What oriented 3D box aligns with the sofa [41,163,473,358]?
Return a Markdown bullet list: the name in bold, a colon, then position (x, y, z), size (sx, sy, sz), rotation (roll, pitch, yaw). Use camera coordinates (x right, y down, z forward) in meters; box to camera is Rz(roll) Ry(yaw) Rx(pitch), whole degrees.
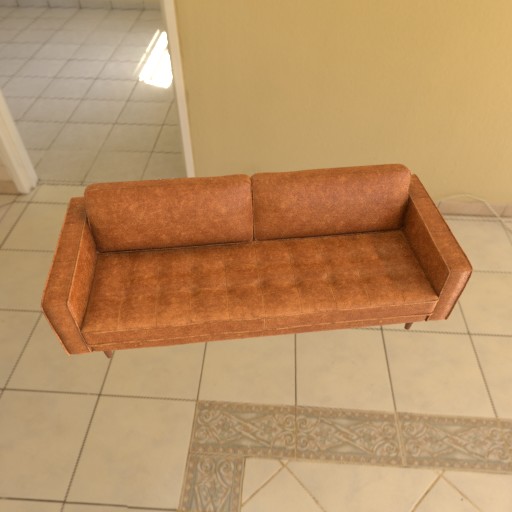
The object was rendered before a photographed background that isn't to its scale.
- **sofa**: position (0.000, 0.000, 2.615), size (2.199, 0.779, 0.886), rotation (-5, 46, -4)
